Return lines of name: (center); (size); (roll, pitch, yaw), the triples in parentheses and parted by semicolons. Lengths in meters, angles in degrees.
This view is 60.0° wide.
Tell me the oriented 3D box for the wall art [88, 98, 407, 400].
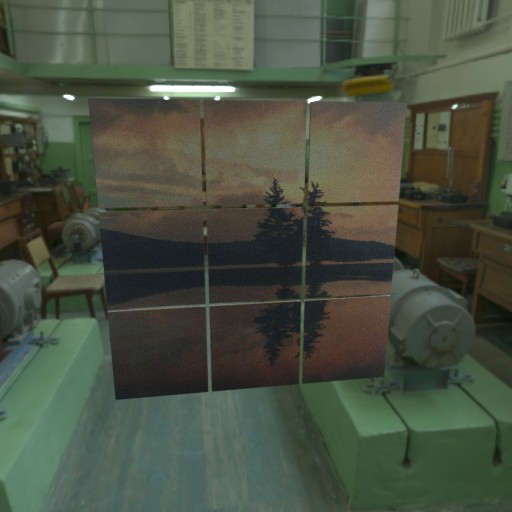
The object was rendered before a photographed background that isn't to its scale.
wall art: (0.000, 0.000, 1.835); (1.216, 1.218, 0.013); (-2, 15, -9)
